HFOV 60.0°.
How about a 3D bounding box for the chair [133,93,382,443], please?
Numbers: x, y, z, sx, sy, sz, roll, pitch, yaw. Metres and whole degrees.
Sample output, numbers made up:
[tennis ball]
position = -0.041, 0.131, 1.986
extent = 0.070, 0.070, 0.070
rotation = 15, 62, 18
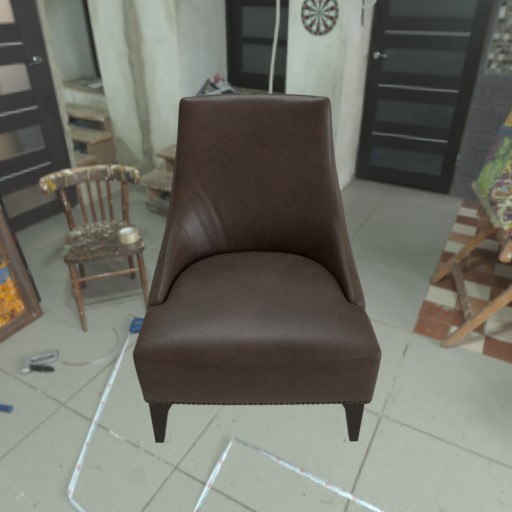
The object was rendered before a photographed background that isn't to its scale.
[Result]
[chair]
position = 0.000, 0.000, 1.513
extent = 0.701, 0.909, 0.861
rotation = 0, 31, 0
